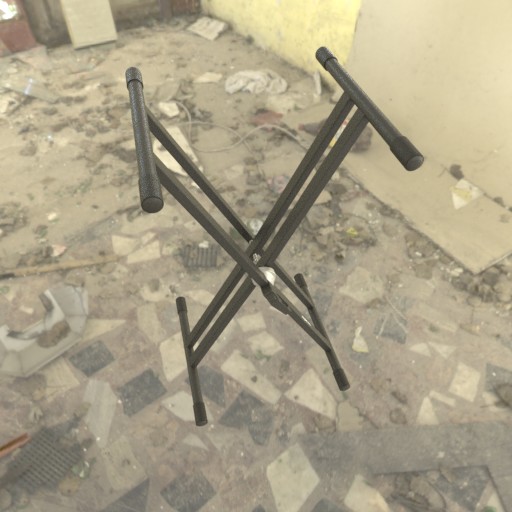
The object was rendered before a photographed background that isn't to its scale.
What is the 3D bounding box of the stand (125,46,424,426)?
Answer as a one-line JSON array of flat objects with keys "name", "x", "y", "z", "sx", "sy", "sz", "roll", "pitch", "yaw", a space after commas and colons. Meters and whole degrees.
[{"name": "stand", "x": 0.000, "y": 0.000, "z": 1.228, "sx": 0.503, "sy": 0.900, "sz": 0.495, "roll": -11, "pitch": 48, "yaw": -10}]
